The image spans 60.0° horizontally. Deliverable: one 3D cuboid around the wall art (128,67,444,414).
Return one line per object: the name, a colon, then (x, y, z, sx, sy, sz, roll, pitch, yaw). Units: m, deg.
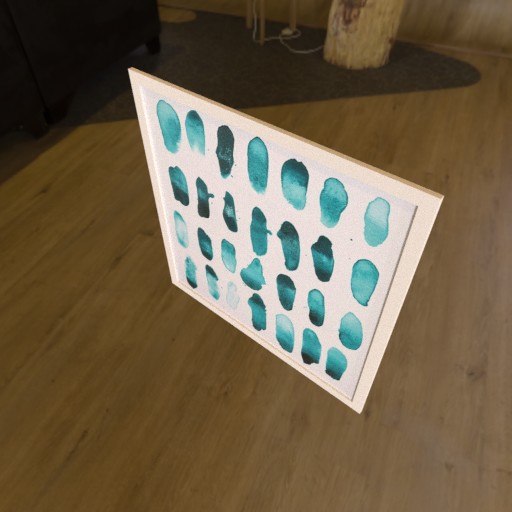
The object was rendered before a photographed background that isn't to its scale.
wall art: (0.000, 0.000, 0.836, 0.558, 0.559, 0.009, 30, 53, 26)
